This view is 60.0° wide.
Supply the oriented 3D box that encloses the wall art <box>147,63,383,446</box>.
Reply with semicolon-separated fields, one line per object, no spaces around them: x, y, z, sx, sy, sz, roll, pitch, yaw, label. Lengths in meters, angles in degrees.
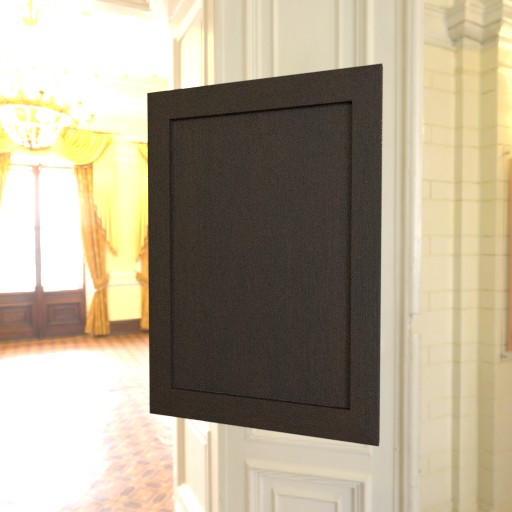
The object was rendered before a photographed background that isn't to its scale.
0.000;0.000;0.660;0.359;0.513;0.017;1;2;19;wall art
